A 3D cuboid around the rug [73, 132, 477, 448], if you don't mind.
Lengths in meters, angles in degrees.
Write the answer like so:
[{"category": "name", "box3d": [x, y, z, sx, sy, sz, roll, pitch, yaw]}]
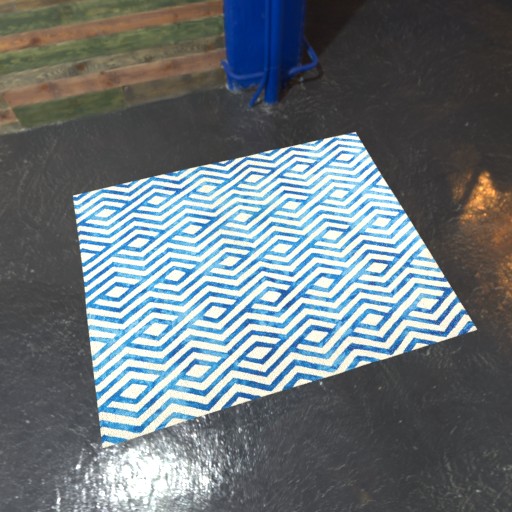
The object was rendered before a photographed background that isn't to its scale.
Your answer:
[{"category": "rug", "box3d": [0.000, 0.000, 4.036, 3.059, 0.008, 2.453, -15, 59, -9]}]
